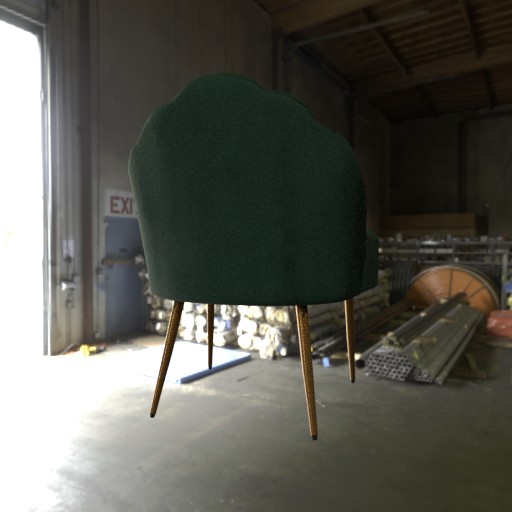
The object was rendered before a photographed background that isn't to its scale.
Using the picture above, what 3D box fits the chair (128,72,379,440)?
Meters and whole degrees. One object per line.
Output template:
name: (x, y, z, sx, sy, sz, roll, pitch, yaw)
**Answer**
chair: (0.000, 0.000, 1.258, 0.657, 0.819, 0.599, 1, 2, 18)
